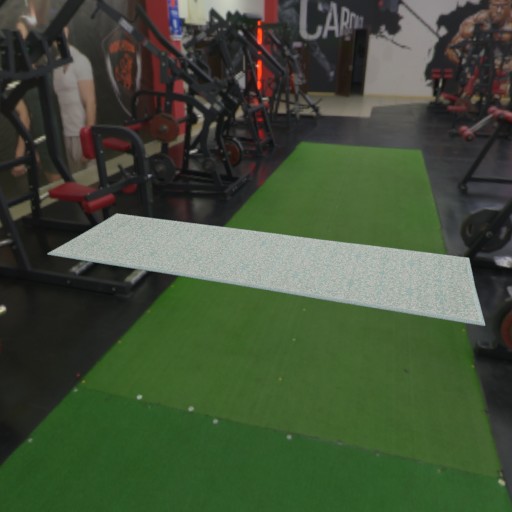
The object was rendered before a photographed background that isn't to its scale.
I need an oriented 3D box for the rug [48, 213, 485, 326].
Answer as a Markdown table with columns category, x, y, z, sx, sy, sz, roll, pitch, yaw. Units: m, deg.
| category | x | y | z | sx | sy | sz | roll | pitch | yaw |
| --- | --- | --- | --- | --- | --- | --- | --- | --- | --- |
| rug | 0.000 | 0.000 | 2.408 | 2.196 | 0.011 | 0.662 | 8 | 27 | 16 |
